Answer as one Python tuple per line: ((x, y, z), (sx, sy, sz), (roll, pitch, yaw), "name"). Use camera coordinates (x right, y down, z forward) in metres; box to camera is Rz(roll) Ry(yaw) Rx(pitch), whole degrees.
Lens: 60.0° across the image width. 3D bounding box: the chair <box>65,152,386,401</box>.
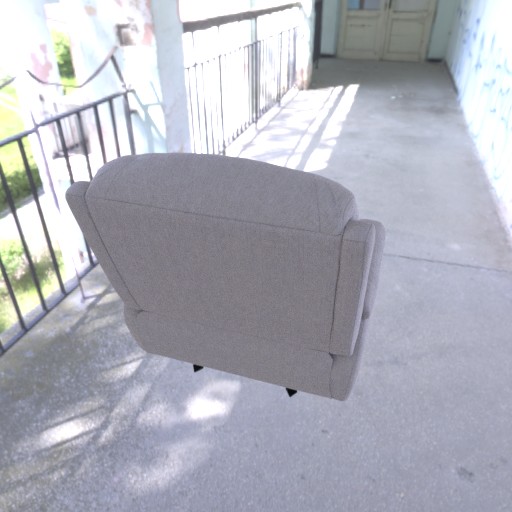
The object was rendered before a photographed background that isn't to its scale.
((0.000, 0.000, 1.710), (0.930, 1.011, 0.899), (10, 34, 15), "chair")
